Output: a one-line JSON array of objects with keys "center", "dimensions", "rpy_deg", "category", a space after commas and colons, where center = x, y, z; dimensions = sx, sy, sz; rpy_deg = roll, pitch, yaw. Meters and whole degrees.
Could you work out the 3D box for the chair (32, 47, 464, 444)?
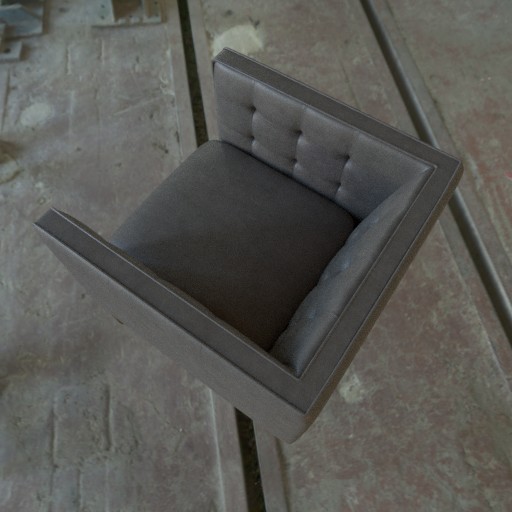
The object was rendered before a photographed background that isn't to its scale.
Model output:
[{"center": [0.000, 0.000, 1.549], "dimensions": [0.894, 0.790, 0.880], "rpy_deg": [32, 67, 15], "category": "chair"}]
